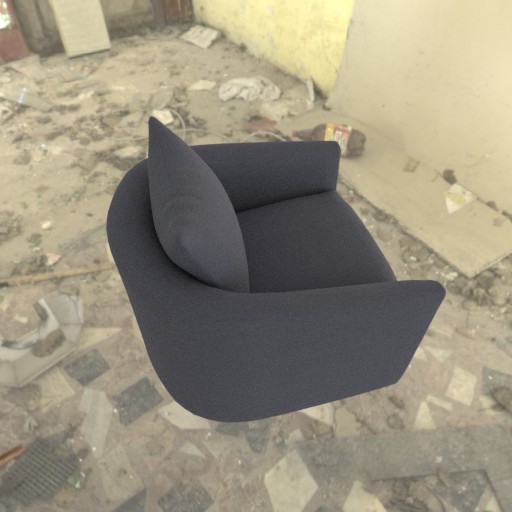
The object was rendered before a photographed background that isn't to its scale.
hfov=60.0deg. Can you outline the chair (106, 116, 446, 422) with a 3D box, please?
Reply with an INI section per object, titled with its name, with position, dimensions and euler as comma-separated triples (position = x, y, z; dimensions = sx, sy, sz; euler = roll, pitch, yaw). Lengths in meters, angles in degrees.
[chair]
position = 0.000, 0.000, 1.547
dimensions = 0.910, 0.848, 0.845
euler = -11, 47, -10
